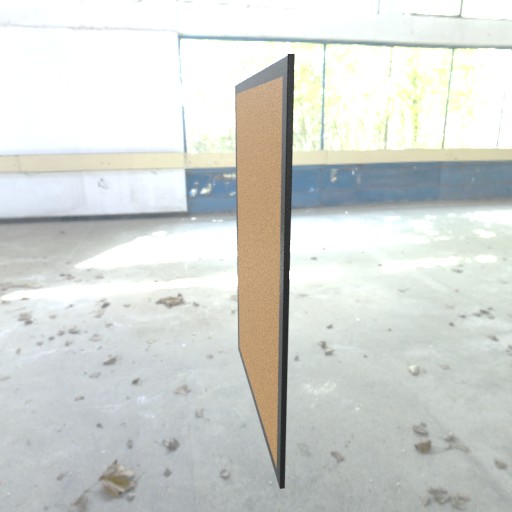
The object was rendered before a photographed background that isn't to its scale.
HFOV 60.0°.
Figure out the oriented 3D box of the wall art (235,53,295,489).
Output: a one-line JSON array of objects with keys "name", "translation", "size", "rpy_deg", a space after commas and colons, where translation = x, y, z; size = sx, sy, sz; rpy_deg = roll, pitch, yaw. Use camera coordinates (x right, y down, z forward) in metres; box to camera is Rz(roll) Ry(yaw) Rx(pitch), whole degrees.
[{"name": "wall art", "translation": [0.000, 0.000, 1.267], "size": [0.013, 0.967, 0.707], "rpy_deg": [-3, 17, -10]}]
